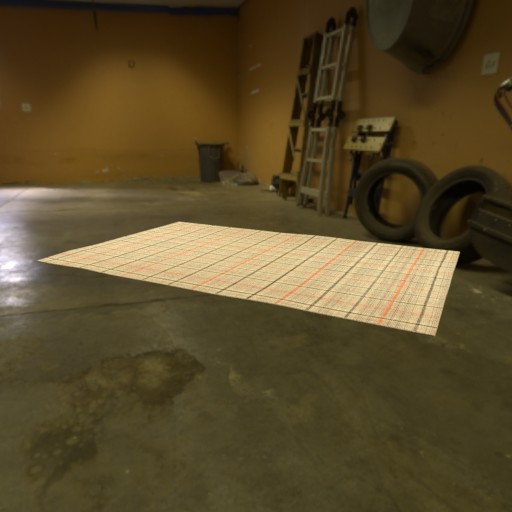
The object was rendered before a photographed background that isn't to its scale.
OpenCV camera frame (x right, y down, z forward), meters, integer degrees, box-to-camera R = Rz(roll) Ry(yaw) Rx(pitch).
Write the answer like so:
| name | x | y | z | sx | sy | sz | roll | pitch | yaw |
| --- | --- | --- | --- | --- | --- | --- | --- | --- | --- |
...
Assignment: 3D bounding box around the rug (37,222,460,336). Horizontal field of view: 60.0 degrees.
| name | x | y | z | sx | sy | sz | roll | pitch | yaw |
| --- | --- | --- | --- | --- | --- | --- | --- | --- | --- |
| rug | 0.000 | 0.000 | 3.006 | 2.439 | 0.015 | 1.524 | 8 | 17 | 26 |
